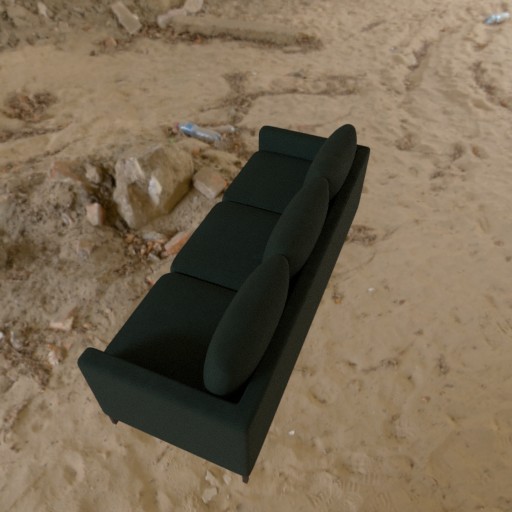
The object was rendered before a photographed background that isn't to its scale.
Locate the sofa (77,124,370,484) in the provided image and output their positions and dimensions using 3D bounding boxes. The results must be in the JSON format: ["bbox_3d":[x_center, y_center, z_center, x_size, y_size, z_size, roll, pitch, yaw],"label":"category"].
[{"bbox_3d":[0.000,0.000,2.710,0.859,0.870,2.218,17,48,16],"label":"sofa"}]
